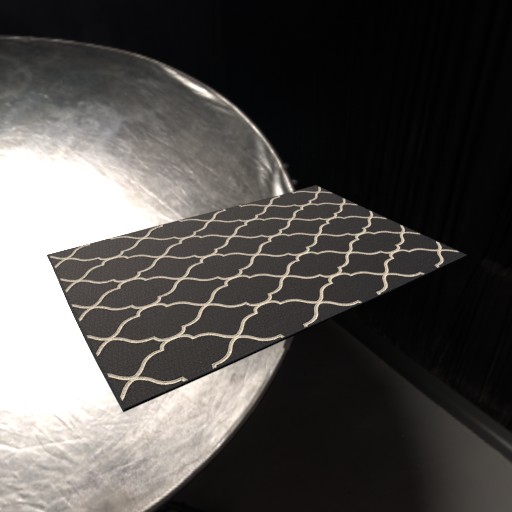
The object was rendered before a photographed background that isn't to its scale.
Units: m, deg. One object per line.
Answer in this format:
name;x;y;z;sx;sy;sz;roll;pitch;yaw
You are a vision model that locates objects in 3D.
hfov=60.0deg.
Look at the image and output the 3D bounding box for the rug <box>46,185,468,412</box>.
rug;0.000;0.000;2.867;2.294;0.014;1.528;-18;34;-29
